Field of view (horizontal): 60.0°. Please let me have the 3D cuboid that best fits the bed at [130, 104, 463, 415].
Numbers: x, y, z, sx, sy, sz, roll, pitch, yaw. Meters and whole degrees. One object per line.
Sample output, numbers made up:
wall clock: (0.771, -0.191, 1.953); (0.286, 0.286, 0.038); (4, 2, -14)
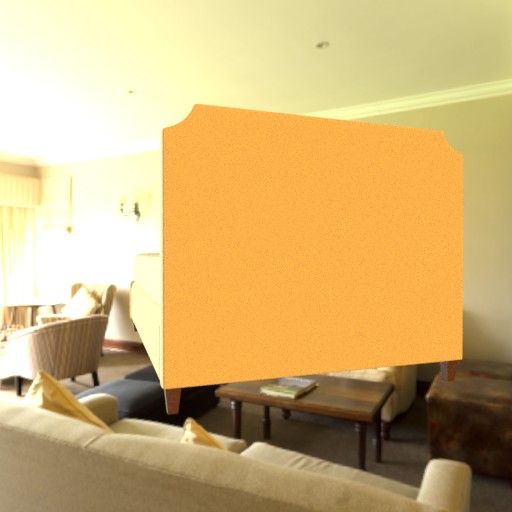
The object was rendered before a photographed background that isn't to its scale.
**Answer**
bed: (0.000, 0.000, 3.339); (1.703, 1.415, 2.329); (0, 1, -19)
